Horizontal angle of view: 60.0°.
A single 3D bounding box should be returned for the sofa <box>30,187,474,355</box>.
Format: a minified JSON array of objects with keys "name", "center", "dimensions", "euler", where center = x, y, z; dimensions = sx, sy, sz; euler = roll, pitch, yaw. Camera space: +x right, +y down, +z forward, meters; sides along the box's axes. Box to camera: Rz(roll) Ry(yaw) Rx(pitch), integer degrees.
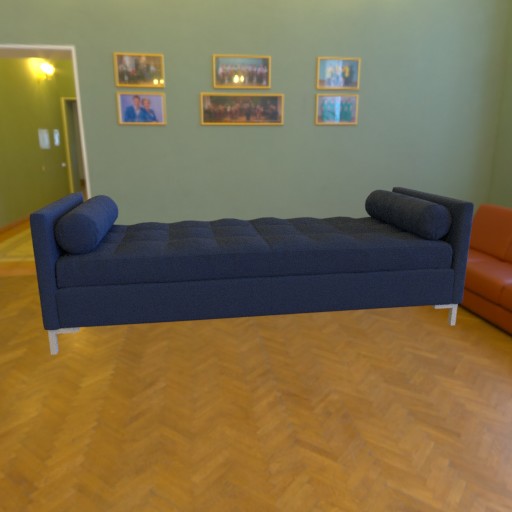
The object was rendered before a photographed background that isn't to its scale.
[{"name":"sofa","center":[0.000,0.000,2.476],"dimensions":[2.102,0.657,0.797],"euler":[-2,15,-9]}]
